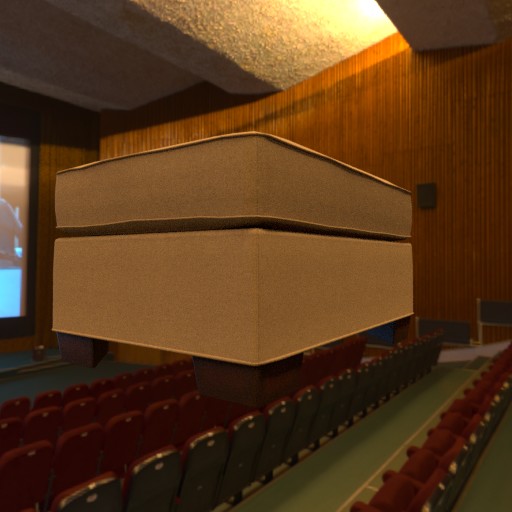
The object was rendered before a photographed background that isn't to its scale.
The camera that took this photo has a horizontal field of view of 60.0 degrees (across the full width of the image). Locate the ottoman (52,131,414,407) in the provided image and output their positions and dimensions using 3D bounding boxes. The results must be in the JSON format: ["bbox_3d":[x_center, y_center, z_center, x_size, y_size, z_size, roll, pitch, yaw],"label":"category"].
[{"bbox_3d":[0.000,0.000,1.217,0.617,0.503,0.846,0,0,36],"label":"ottoman"}]
